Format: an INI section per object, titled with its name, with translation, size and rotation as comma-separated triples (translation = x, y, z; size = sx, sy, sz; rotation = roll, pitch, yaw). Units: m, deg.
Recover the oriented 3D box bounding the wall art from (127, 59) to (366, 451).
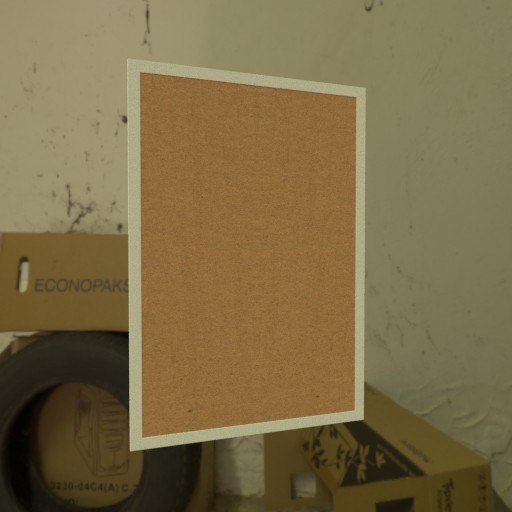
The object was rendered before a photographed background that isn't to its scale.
[wall art]
translation = 0.000, 0.000, 1.197
size = 0.660, 0.965, 0.015
rotation = 0, 1, -18
